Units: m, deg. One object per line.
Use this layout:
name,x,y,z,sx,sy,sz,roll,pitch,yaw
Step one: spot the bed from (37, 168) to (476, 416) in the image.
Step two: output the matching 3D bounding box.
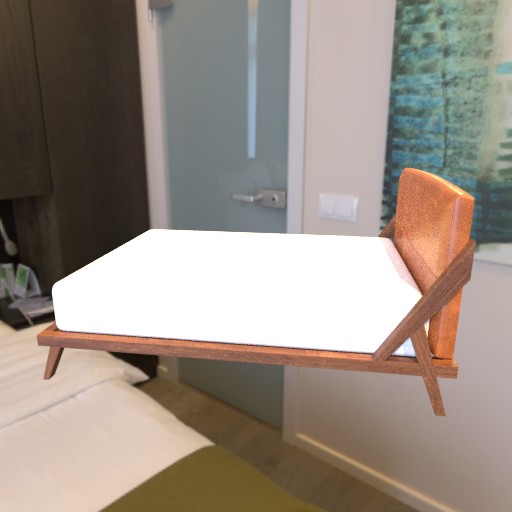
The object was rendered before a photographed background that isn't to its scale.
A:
bed,0.000,0.000,3.094,2.311,1.168,1.651,2,16,9
